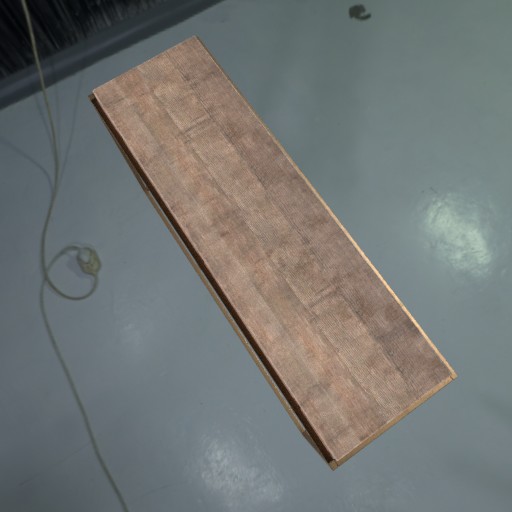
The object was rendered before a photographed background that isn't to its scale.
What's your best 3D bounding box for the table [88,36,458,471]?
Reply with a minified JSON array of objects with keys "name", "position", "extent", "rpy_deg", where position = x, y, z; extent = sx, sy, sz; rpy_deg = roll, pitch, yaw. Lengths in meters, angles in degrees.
[{"name":"table","position":[0.000,0.000,1.737],"extent":[0.440,0.820,1.400],"rpy_deg":[-33,77,-9]}]
